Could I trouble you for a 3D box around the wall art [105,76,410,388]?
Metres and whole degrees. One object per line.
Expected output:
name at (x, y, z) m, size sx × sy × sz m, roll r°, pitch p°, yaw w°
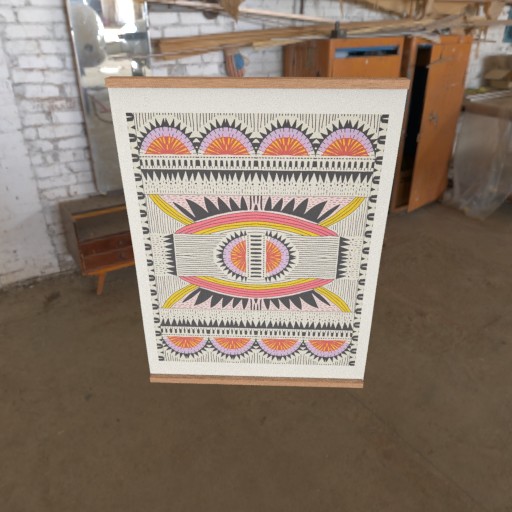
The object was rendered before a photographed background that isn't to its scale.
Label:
wall art at (0.000, 0.000, 0.813) m, size 0.456 × 0.609 × 0.028 m, roll 1°, pitch 28°, yaw 2°
